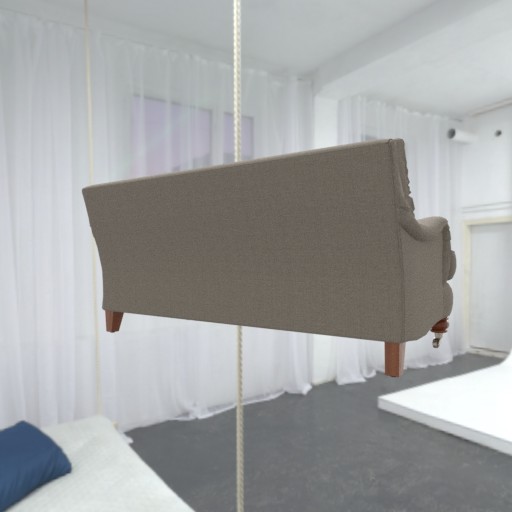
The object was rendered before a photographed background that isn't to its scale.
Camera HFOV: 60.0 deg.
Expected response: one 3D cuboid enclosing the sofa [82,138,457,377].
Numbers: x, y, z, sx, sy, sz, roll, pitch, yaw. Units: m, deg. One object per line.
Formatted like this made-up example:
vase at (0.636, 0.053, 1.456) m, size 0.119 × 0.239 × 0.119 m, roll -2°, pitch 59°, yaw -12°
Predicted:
sofa at (0.000, 0.000, 2.774) m, size 2.160 × 1.054 × 1.087 m, roll 0°, pitch 0°, yaw 36°
